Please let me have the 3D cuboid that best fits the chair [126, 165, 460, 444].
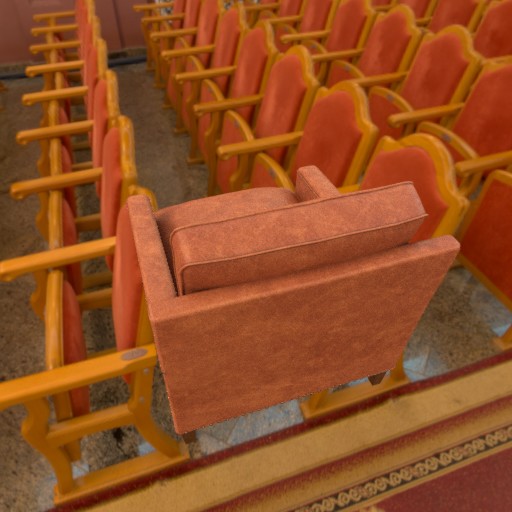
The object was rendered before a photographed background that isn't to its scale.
[{"bbox_3d":[0.000,0.000,1.674,0.853,0.943,1.014,-12,42,-14],"label":"chair"}]
